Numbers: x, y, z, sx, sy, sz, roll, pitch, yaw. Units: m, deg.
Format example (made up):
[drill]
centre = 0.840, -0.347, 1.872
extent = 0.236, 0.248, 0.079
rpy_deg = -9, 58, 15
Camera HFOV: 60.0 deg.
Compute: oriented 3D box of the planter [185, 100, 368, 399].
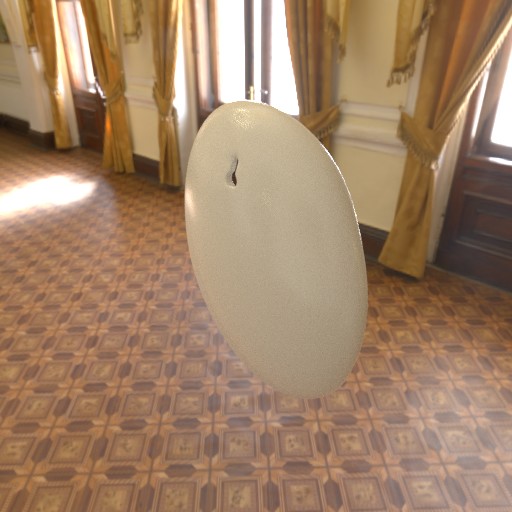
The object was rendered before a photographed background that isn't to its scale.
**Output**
[planter]
centre = 0.000, 0.000, 0.282
extent = 0.043, 0.188, 0.185
rpy_deg = -17, 32, -30
